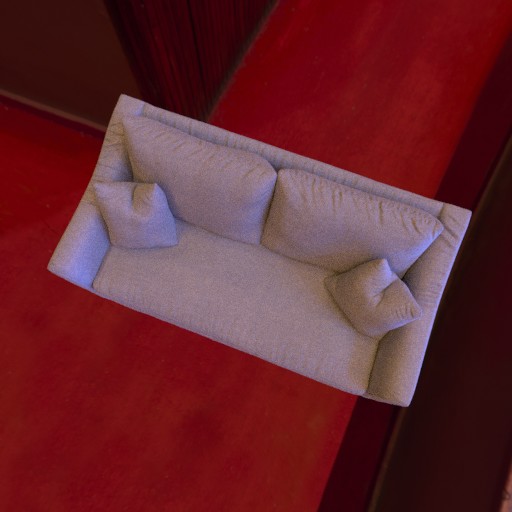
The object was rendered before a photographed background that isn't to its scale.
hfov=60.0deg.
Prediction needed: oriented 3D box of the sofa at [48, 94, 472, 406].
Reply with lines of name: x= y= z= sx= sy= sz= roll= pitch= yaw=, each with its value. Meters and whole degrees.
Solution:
sofa: x=0.000 y=0.000 z=2.577 sx=2.010 sy=1.018 sz=1.072 roll=20 pitch=76 yaw=5
